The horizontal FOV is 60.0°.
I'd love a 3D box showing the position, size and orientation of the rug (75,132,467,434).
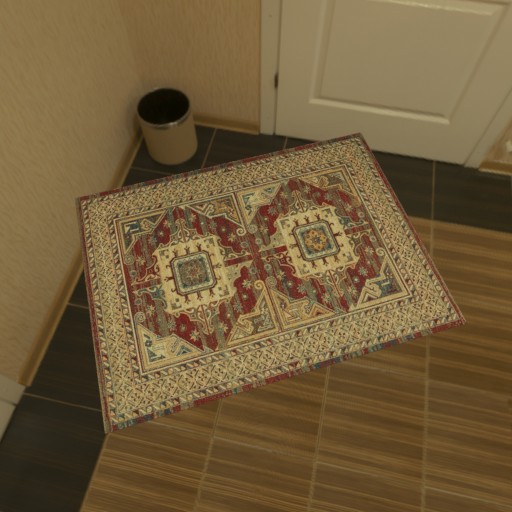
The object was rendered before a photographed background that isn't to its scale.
[{"bbox_3d":[0.000,0.000,4.259,3.197,0.013,2.381,-15,62,-8],"label":"rug"}]
